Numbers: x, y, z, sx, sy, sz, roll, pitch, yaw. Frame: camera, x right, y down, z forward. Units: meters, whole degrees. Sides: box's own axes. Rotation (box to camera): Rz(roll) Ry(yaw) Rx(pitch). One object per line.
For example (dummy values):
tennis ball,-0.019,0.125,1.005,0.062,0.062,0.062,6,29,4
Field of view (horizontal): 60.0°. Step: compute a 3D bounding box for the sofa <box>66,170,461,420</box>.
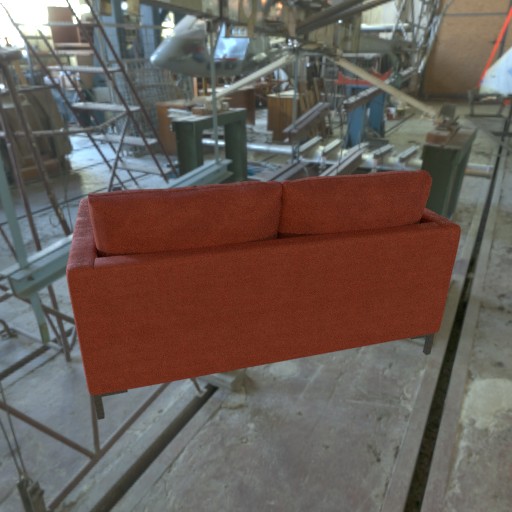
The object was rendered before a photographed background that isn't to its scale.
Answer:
sofa,0.000,0.000,2.114,1.574,0.896,0.864,-7,27,-15
